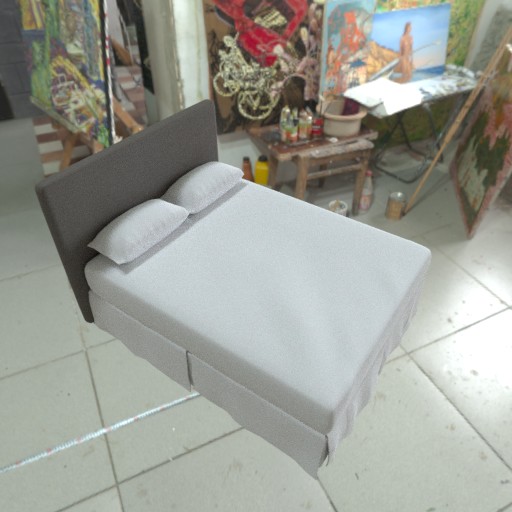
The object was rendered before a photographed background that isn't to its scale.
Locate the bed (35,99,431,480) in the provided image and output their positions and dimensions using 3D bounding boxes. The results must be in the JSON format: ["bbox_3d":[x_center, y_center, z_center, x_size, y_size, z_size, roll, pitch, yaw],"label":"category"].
[{"bbox_3d":[0.000,0.000,3.162,2.142,1.330,1.723,25,47,26],"label":"bed"}]
